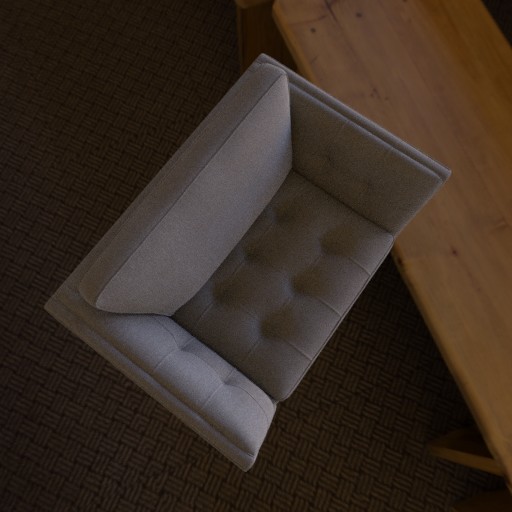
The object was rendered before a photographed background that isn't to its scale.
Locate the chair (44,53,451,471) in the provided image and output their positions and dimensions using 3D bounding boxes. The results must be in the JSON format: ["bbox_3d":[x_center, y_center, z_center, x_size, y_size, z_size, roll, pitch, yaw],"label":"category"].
[{"bbox_3d":[0.000,0.000,2.016,0.965,0.942,1.396,36,78,8],"label":"chair"}]
